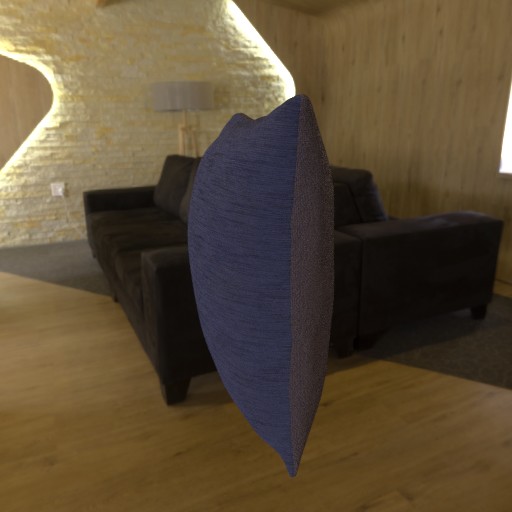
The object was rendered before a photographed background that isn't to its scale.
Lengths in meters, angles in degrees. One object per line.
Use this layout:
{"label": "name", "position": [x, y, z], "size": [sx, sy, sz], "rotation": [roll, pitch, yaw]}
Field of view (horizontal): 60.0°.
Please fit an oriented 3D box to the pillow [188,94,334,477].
{"label": "pillow", "position": [0.000, 0.000, 0.680], "size": [0.204, 0.439, 0.452], "rotation": [-3, 15, -9]}
